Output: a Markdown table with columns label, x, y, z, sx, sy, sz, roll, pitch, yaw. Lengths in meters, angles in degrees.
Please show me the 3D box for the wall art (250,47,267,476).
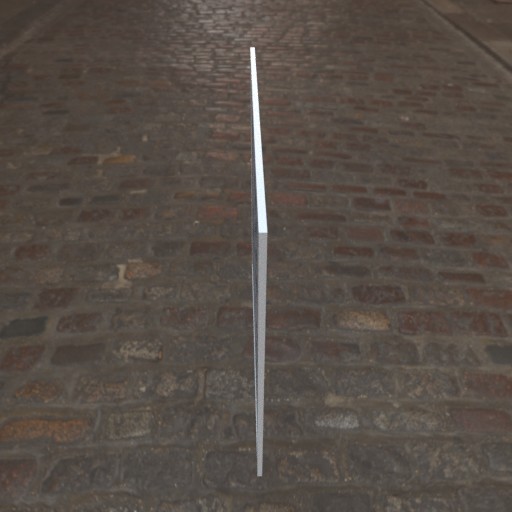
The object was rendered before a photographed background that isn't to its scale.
| label | x | y | z | sx | sy | sz | roll | pitch | yaw |
| --- | --- | --- | --- | --- | --- | --- | --- | --- | --- |
| wall art | 0.000 | 0.000 | 0.666 | 0.007 | 0.456 | 0.456 | -1 | 42 | -1 |
